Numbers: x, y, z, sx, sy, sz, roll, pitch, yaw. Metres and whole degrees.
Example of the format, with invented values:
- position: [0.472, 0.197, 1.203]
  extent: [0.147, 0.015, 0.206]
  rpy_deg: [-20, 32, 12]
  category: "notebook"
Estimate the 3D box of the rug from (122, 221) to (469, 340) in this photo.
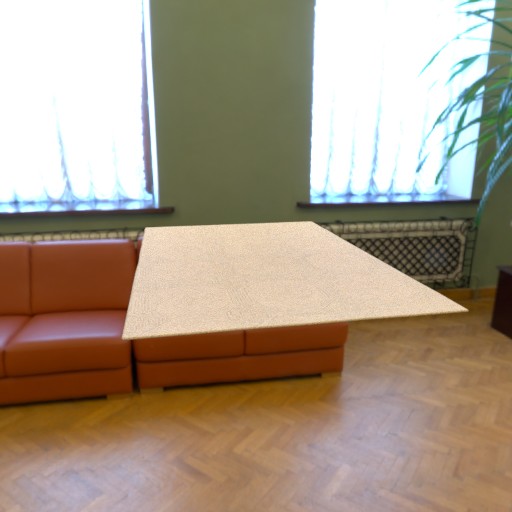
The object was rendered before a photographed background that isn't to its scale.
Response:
- position: [0.000, 0.000, 2.378]
  extent: [1.236, 0.009, 1.839]
  rpy_deg: [-3, 15, -11]
  category: "rug"
